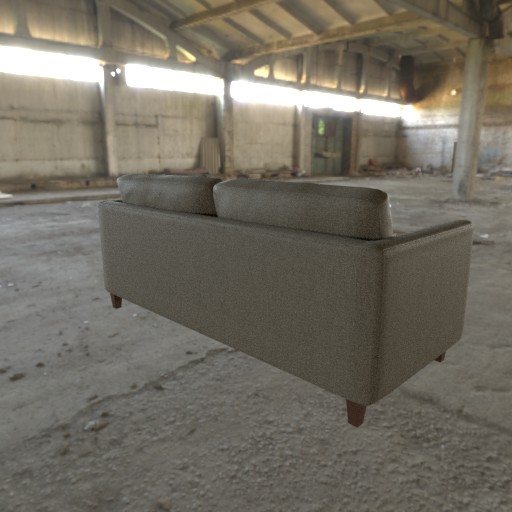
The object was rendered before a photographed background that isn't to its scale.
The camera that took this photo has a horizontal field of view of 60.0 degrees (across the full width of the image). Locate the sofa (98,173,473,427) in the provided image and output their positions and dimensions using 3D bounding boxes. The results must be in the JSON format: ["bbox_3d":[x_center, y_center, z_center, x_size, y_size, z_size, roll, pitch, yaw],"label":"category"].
[{"bbox_3d":[0.000,0.000,2.696,2.208,0.960,0.956,13,18,43],"label":"sofa"}]
